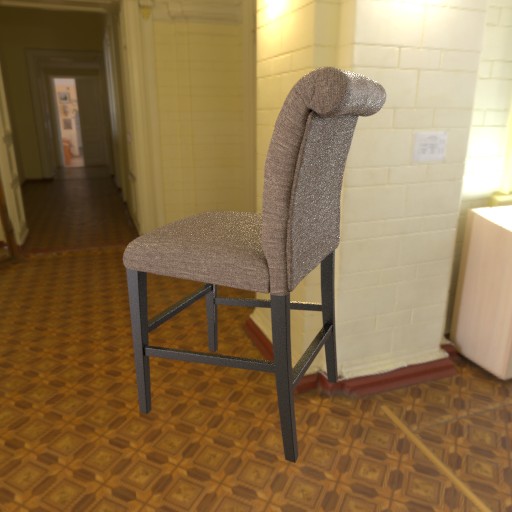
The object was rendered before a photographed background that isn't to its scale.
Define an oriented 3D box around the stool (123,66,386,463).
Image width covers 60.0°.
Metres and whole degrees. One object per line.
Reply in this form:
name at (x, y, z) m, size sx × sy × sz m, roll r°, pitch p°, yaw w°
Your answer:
stool at (0.000, 0.000, 1.293) m, size 0.611 × 0.970 × 0.457 m, roll 8°, pitch 19°, yaw 24°
